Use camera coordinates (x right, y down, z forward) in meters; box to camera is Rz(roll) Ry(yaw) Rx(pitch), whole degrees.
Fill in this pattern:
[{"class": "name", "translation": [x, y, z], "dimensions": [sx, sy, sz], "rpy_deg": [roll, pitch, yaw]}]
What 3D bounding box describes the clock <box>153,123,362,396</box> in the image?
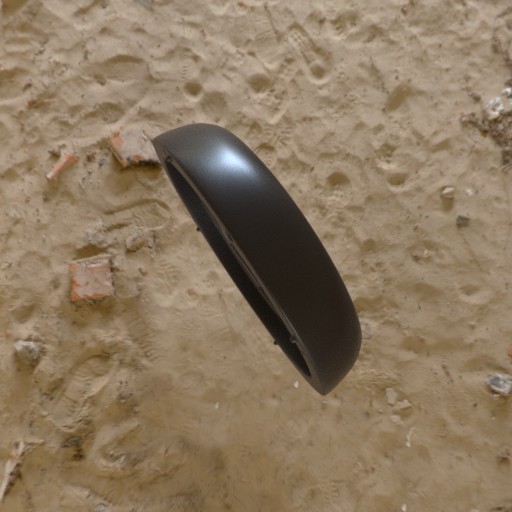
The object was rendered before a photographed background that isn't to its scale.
[{"class": "clock", "translation": [0.000, 0.000, 0.458], "dimensions": [0.060, 0.300, 0.300], "rpy_deg": [-34, 79, -7]}]
